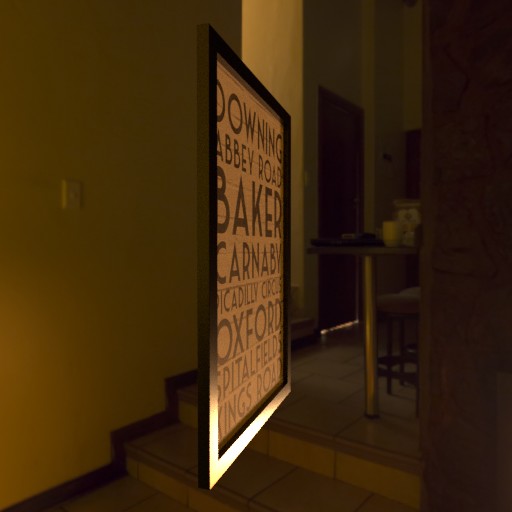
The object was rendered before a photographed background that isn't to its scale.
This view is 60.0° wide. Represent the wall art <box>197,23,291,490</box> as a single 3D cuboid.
[{"bbox_3d":[0.000,0.000,0.555,0.013,0.432,0.304,0,1,19],"label":"wall art"}]
